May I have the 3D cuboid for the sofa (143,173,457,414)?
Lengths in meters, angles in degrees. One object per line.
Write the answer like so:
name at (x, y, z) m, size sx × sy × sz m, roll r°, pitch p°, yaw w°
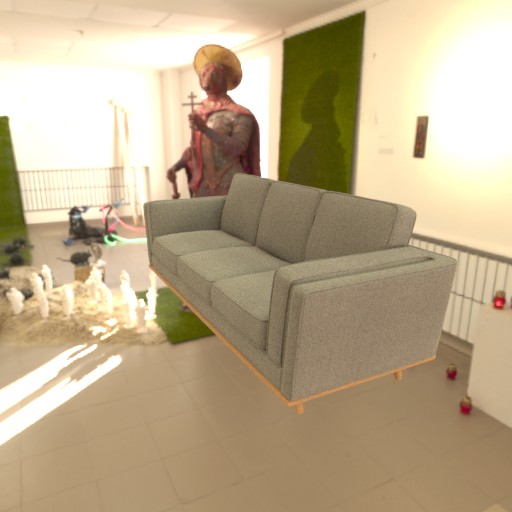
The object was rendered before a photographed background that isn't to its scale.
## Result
sofa at (0.000, 0.000, 2.864) m, size 0.903 × 0.899 × 2.362 m, roll -8°, pitch 18°, yaw -27°
